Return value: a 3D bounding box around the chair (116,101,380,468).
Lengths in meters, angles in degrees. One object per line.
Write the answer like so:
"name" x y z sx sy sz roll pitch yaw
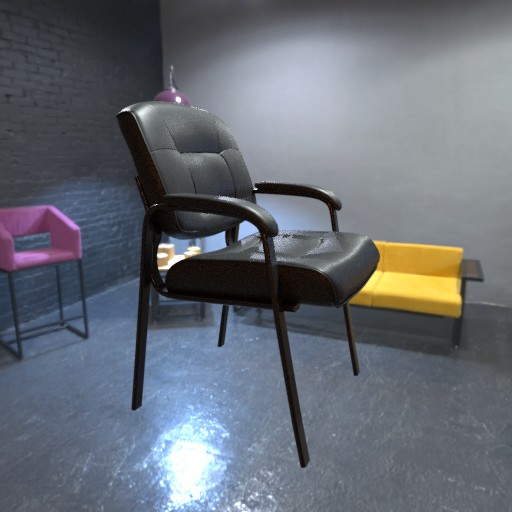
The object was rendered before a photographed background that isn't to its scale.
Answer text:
"chair" 0.000 0.000 1.346 0.668 0.910 0.591 7 15 26
